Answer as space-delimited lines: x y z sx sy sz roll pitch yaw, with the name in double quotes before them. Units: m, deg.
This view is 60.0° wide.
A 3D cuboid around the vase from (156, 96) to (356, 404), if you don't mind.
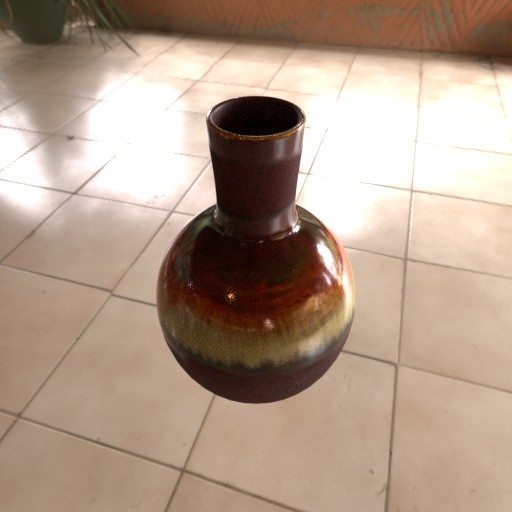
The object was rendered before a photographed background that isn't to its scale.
"vase" 0.000 0.000 0.232 0.111 0.154 0.111 0 42 0
